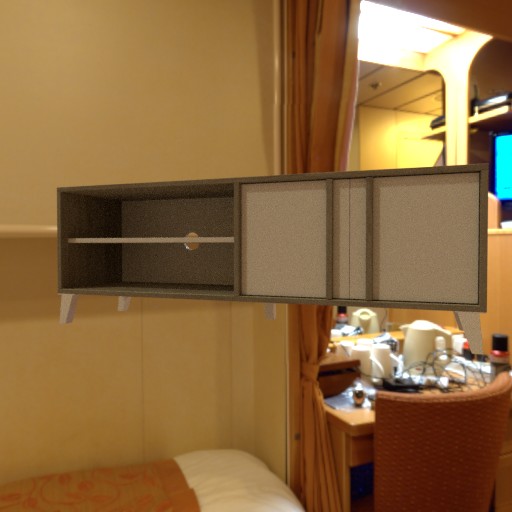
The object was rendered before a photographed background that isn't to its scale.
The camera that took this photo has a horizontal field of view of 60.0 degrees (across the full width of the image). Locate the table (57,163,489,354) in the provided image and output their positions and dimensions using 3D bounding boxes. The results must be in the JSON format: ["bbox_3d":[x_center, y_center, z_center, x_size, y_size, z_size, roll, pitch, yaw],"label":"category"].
[{"bbox_3d":[0.000,0.000,1.664,1.500,0.530,0.400,0,1,20],"label":"table"}]
